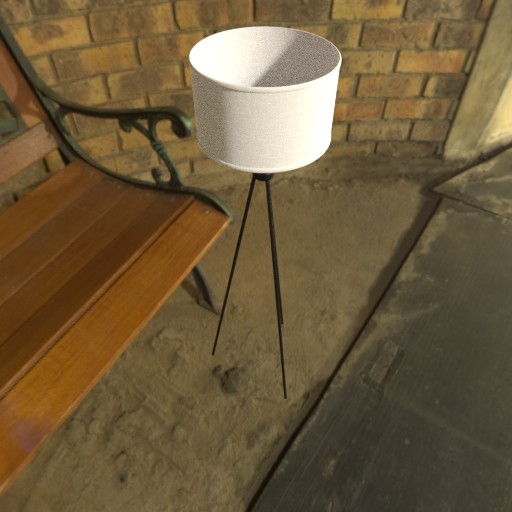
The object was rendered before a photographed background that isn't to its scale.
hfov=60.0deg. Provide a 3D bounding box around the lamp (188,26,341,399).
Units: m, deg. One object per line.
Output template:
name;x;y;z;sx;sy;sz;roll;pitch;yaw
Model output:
lamp;0.000;0.000;1.739;0.458;1.545;0.448;-3;46;-2
